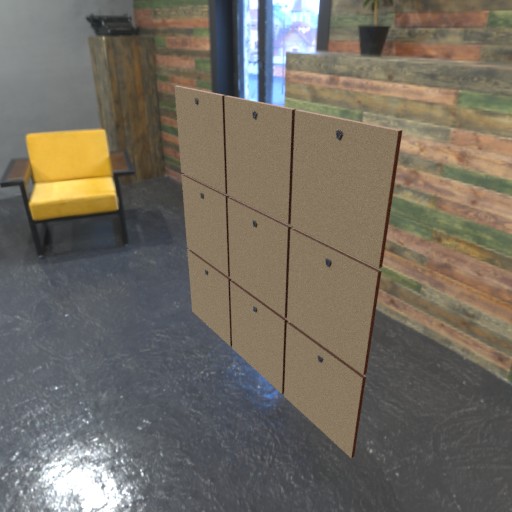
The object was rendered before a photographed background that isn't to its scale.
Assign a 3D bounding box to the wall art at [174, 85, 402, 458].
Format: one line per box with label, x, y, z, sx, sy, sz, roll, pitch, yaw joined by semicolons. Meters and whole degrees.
wall art;0.000;0.000;1.364;0.018;0.904;0.906;-19;33;-32
